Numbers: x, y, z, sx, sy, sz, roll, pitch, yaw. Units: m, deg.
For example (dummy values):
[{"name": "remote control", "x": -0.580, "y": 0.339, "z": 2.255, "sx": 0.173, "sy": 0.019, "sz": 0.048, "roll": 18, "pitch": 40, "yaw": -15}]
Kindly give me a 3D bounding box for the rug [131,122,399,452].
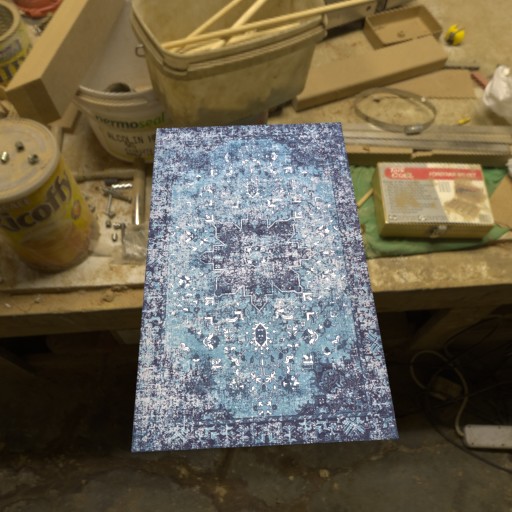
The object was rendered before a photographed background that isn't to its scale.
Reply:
[{"name": "rug", "x": 0.000, "y": 0.000, "z": 3.085, "sx": 1.525, "sy": 0.007, "sz": 2.440, "roll": -2, "pitch": 62, "yaw": -1}]
